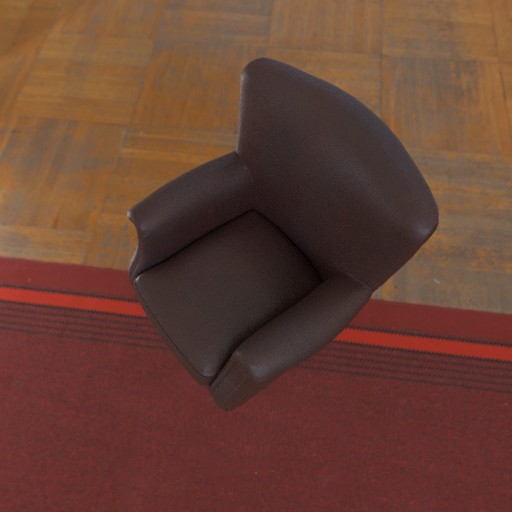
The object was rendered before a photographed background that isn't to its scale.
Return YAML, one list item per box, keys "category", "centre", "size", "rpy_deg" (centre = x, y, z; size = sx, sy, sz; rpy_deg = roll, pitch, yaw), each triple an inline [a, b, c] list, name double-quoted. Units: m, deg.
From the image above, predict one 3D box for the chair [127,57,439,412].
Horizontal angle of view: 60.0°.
- category: "chair"
  centre: [0.000, 0.000, 1.376]
  size: [0.746, 0.800, 0.700]
  rpy_deg: [-35, 69, -16]
